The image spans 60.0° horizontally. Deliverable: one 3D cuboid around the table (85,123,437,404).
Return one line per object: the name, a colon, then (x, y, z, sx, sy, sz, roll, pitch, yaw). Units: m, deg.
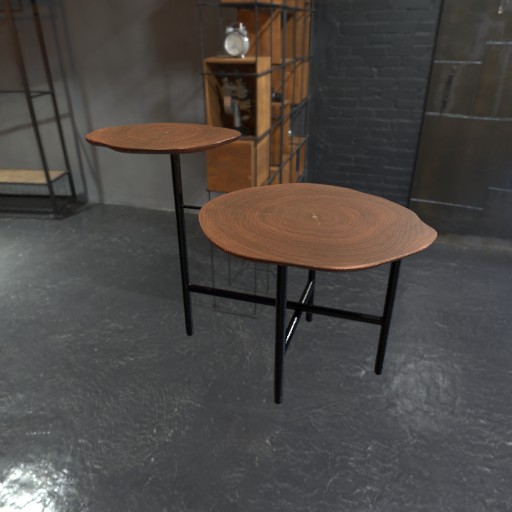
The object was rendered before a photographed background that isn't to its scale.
table: (0.000, 0.000, 1.040, 0.759, 0.538, 0.442, 9, 29, 17)
